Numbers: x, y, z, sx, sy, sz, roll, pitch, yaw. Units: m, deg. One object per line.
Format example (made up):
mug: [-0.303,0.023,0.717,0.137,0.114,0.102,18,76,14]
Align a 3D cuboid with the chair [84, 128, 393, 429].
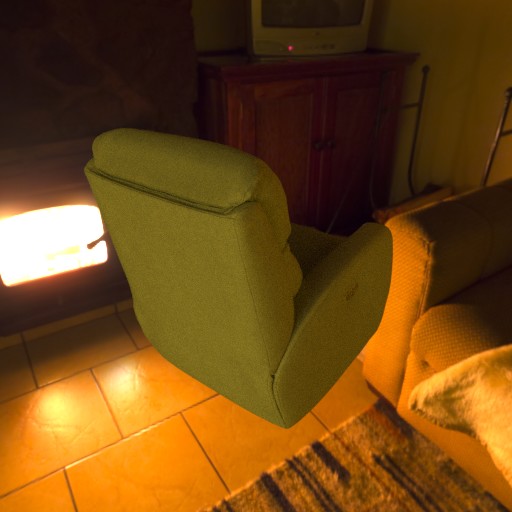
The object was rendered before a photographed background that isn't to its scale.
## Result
chair: [0.000,0.000,1.668,0.794,1.016,0.940,20,35,32]
